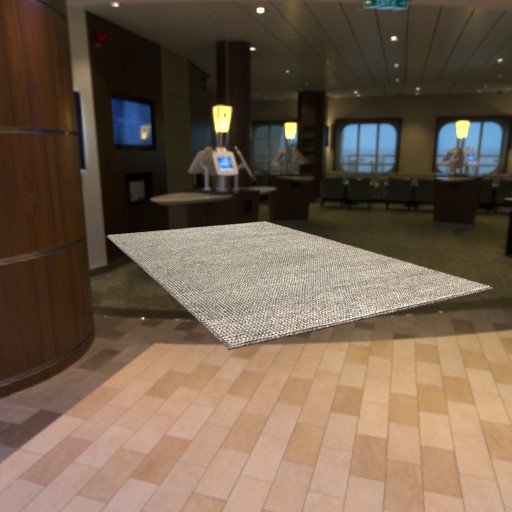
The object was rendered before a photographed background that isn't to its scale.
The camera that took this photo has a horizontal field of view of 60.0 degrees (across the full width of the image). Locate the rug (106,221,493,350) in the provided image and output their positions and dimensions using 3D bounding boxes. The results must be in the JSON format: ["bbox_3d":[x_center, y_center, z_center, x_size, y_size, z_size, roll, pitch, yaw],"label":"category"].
[{"bbox_3d":[0.000,0.000,3.022,1.538,0.021,2.443,-7,15,-27],"label":"rug"}]
